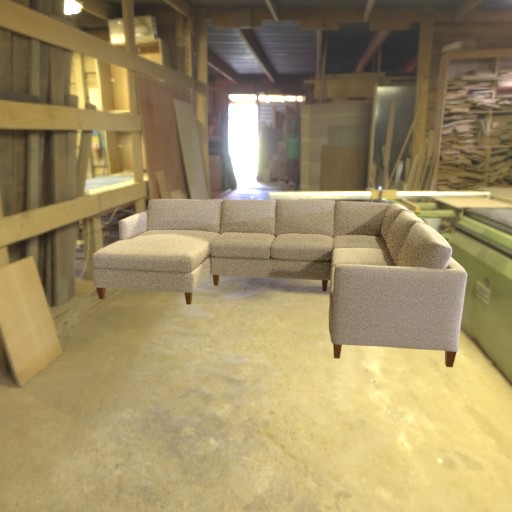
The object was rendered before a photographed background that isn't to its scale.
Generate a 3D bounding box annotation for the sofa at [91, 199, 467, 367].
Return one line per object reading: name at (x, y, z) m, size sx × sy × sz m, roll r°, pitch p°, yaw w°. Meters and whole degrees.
sofa at (0.000, 0.000, 4.634) m, size 3.460 × 0.961 × 2.594 m, roll 2°, pitch 14°, yaw 9°
